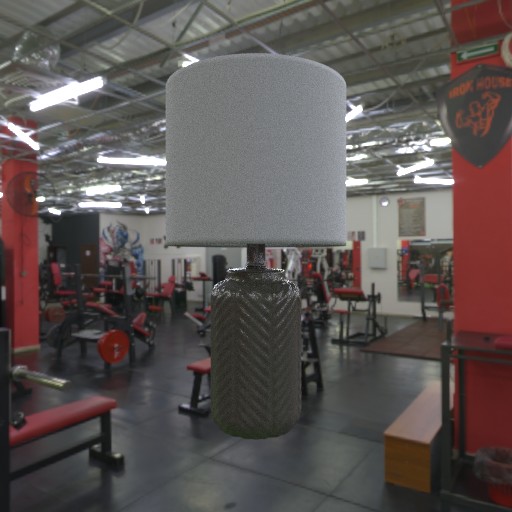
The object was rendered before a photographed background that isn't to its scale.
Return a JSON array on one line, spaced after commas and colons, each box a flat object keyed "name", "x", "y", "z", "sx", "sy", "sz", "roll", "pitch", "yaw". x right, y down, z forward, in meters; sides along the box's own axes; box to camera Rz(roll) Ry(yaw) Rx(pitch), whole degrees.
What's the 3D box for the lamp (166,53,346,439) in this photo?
[{"name": "lamp", "x": 0.000, "y": 0.000, "z": 0.509, "sx": 0.203, "sy": 0.389, "sz": 0.203, "roll": 0, "pitch": 0, "yaw": 37}]
